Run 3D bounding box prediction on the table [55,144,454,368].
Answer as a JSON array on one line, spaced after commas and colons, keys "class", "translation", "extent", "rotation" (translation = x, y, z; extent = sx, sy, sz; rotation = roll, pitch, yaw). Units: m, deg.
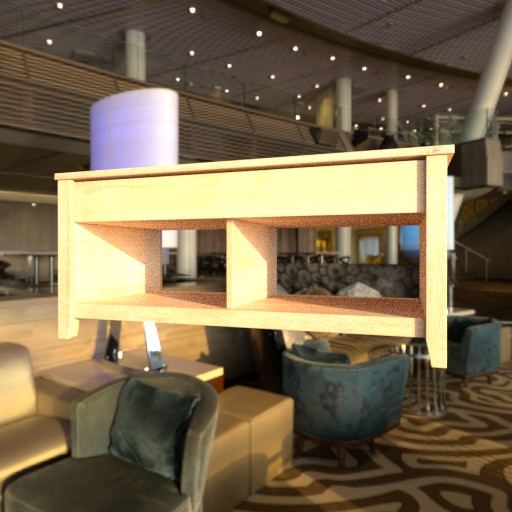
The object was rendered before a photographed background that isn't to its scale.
[{"class": "table", "translation": [0.000, 0.000, 1.294], "extent": [1.016, 0.457, 0.483], "rotation": [0, 0, 19]}]
